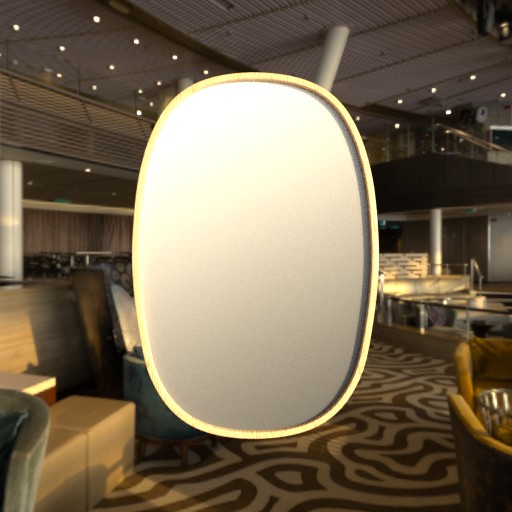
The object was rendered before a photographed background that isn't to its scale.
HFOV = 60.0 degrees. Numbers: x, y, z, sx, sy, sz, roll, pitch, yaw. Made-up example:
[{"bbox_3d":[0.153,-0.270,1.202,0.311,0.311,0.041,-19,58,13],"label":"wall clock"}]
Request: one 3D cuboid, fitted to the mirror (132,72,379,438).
[{"bbox_3d":[0.000,0.000,1.318,0.724,1.075,0.037,0,0,-1],"label":"mirror"}]
